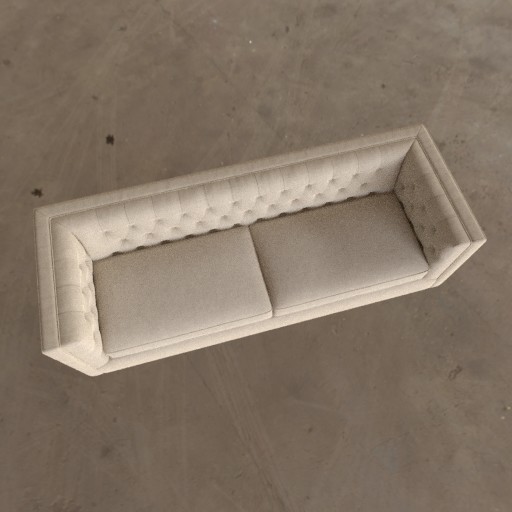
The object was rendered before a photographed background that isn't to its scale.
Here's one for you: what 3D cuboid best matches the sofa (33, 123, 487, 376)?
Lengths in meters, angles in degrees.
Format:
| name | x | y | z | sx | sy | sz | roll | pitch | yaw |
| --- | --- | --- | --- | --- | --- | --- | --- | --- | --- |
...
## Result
| name | x | y | z | sx | sy | sz | roll | pitch | yaw |
| --- | --- | --- | --- | --- | --- | --- | --- | --- | --- |
| sofa | 0.000 | 0.000 | 2.557 | 2.159 | 0.762 | 0.775 | -14 | 66 | -6 |
